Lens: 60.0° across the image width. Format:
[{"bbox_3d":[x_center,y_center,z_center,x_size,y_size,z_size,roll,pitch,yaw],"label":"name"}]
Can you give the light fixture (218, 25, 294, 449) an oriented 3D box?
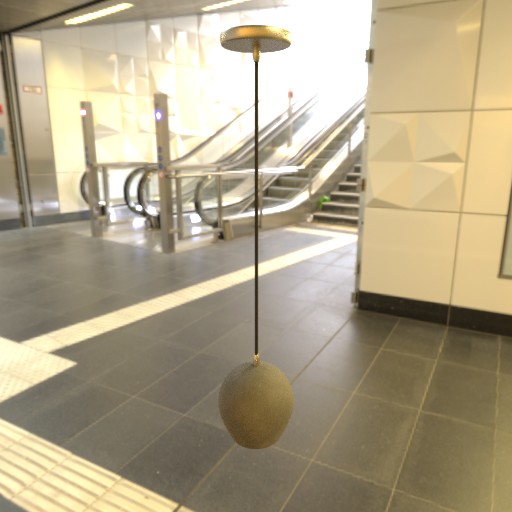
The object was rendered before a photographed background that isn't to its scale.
[{"bbox_3d":[0.000,0.000,0.829,0.153,0.760,0.153,2,14,9],"label":"light fixture"}]
